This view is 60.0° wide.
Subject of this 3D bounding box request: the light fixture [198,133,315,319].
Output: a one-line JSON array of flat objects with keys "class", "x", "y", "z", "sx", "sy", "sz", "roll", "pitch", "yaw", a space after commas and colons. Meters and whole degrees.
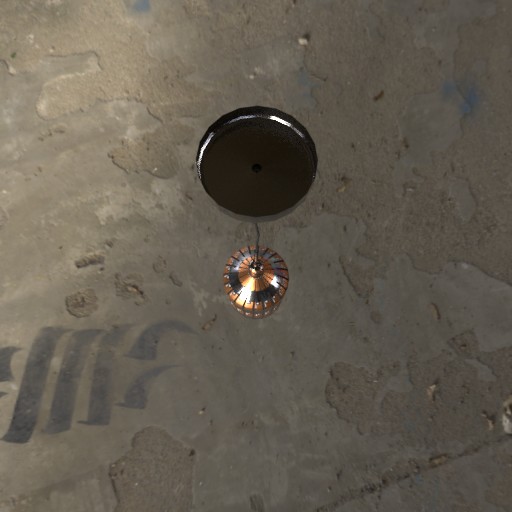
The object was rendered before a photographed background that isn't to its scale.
[{"class": "light fixture", "x": 0.000, "y": 0.000, "z": 1.645, "sx": 0.303, "sy": 1.535, "sz": 0.303, "roll": 0, "pitch": 75, "yaw": 0}]
